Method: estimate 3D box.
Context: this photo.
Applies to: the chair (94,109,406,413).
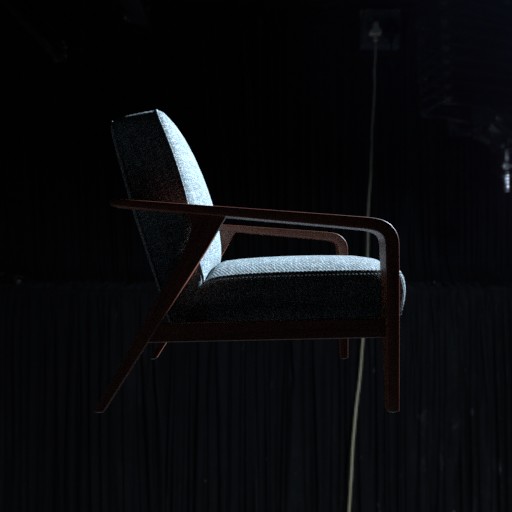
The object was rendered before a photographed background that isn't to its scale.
[{"bbox_3d":[0.000,0.000,1.556,0.889,0.864,0.719,0,0,0],"label":"chair"}]
